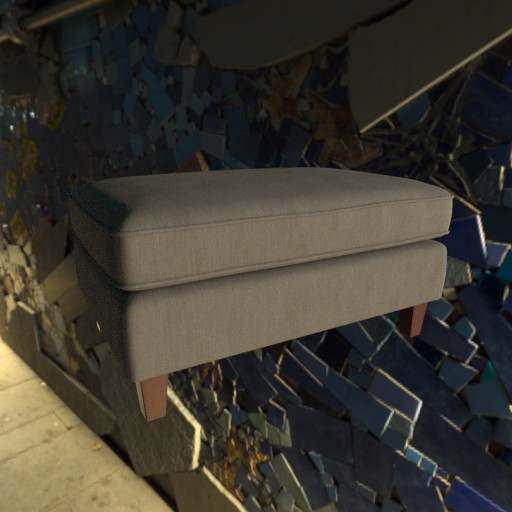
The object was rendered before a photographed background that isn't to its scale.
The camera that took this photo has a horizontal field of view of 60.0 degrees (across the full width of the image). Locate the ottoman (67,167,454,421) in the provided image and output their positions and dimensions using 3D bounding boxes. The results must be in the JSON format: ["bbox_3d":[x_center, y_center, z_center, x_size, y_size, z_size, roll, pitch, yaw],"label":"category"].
[{"bbox_3d":[0.000,0.000,1.296,0.941,0.480,0.636,-9,19,-28],"label":"ottoman"}]
